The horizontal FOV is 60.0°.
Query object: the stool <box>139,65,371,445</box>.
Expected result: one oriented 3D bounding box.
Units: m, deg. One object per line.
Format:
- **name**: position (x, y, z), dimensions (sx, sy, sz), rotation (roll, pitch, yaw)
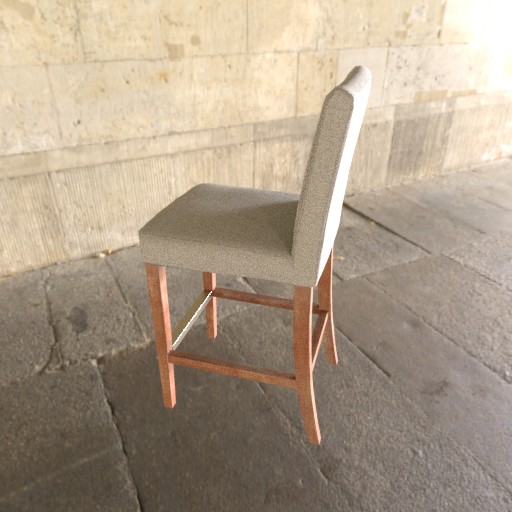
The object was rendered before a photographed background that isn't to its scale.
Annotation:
- **stool**: position (0.000, 0.000, 1.400), dimensions (0.570, 1.088, 0.439), rotation (9, 30, 15)
